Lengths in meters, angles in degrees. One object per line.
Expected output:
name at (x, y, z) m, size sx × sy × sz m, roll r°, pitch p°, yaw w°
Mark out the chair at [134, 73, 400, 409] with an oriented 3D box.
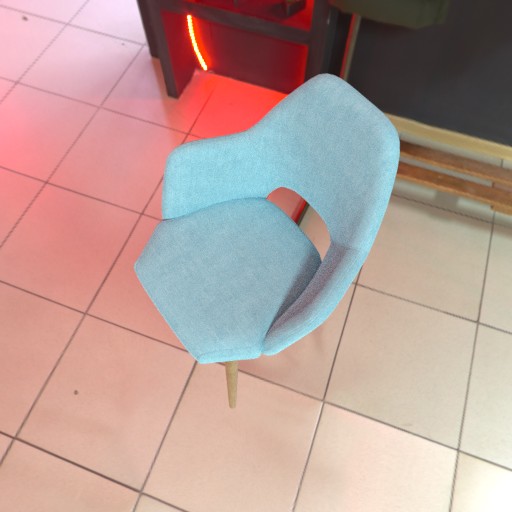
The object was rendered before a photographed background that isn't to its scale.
chair at (0.000, 0.000, 1.254) m, size 0.610 × 0.840 × 0.590 m, roll -34°, pitch 68°, yaw -16°
